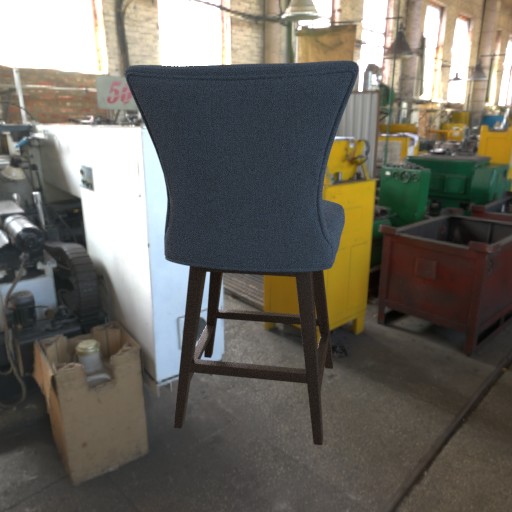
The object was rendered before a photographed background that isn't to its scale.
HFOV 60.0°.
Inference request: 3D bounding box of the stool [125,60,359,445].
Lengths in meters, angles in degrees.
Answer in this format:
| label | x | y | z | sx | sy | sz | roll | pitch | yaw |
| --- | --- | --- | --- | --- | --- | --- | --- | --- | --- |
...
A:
| label | x | y | z | sx | sy | sz | roll | pitch | yaw |
| --- | --- | --- | --- | --- | --- | --- | --- | --- | --- |
| stool | 0.000 | 0.000 | 1.305 | 0.514 | 1.000 | 0.574 | 3 | 17 | 9 |
